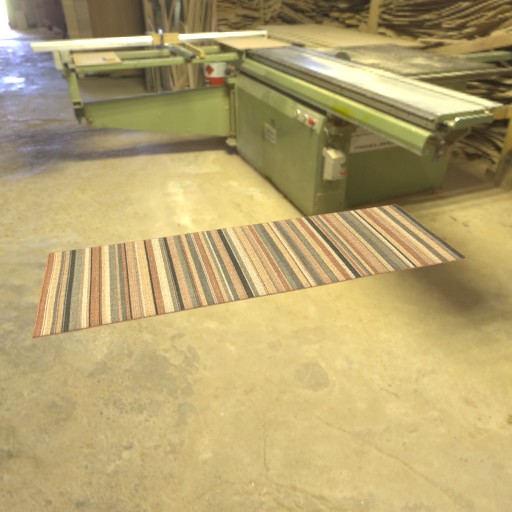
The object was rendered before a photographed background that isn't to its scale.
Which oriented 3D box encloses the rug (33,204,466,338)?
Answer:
[{"bbox_3d":[0.000,0.000,2.711,2.444,0.010,0.799,-9,33,-14],"label":"rug"}]
